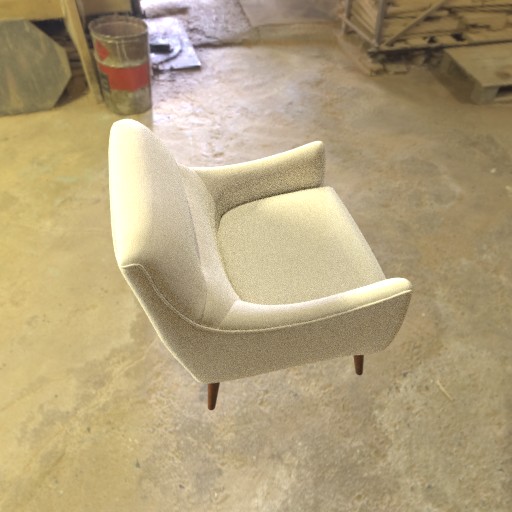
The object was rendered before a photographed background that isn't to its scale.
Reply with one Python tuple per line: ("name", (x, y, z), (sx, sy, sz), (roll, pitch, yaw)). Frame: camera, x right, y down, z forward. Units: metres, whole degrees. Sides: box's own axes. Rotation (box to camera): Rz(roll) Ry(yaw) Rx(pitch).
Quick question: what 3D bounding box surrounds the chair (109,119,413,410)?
("chair", (0.000, 0.000, 1.491), (0.787, 0.838, 0.762), (-10, 48, -9))
